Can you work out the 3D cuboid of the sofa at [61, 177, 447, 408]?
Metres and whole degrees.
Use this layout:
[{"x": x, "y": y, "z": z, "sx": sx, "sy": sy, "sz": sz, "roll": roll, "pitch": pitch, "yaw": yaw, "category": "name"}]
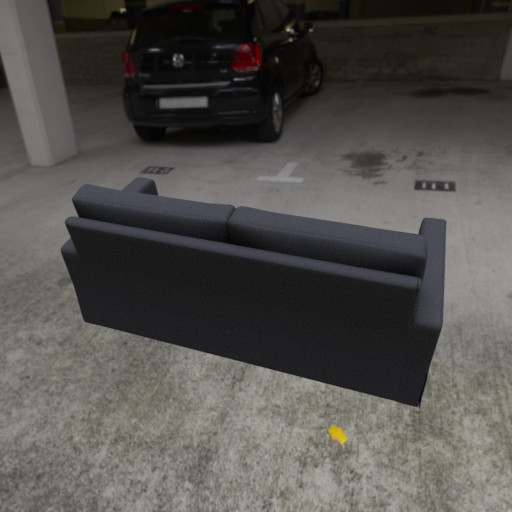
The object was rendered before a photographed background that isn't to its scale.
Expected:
[{"x": 0.000, "y": 0.000, "z": 2.365, "sx": 1.852, "sy": 0.839, "sz": 0.898, "roll": 10, "pitch": 33, "yaw": 16, "category": "sofa"}]
